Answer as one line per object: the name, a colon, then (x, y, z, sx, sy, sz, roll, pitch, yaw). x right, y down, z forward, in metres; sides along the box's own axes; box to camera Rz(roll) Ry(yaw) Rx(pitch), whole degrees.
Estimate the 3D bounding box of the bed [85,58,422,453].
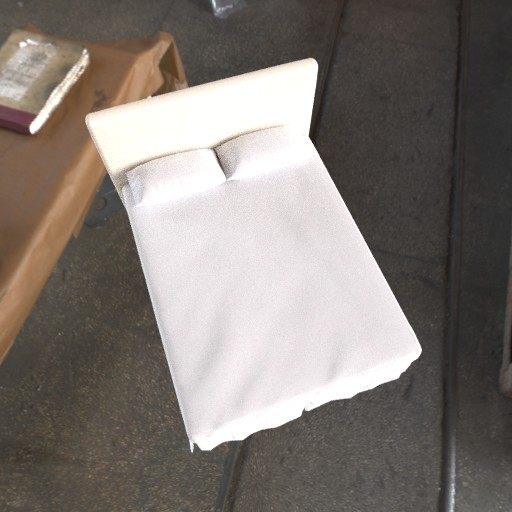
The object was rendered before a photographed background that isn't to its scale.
bed: (0.000, 0.000, 3.164, 1.713, 1.330, 2.142, -18, 64, -9)
